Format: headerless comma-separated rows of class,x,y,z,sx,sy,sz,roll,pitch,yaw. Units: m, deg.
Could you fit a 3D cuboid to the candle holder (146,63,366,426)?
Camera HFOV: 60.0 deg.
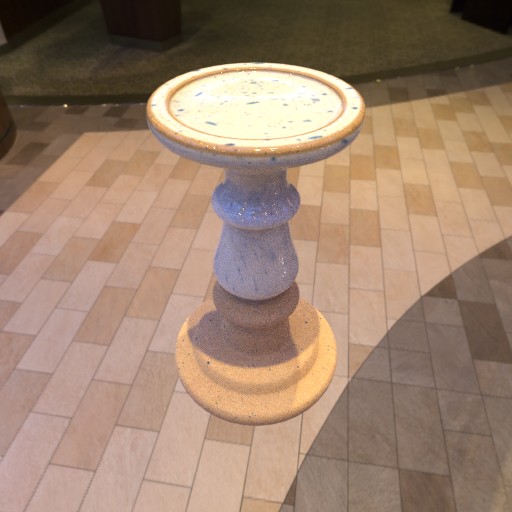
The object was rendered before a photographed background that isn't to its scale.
candle holder,0.000,0.000,0.278,0.123,0.202,0.123,0,41,0
